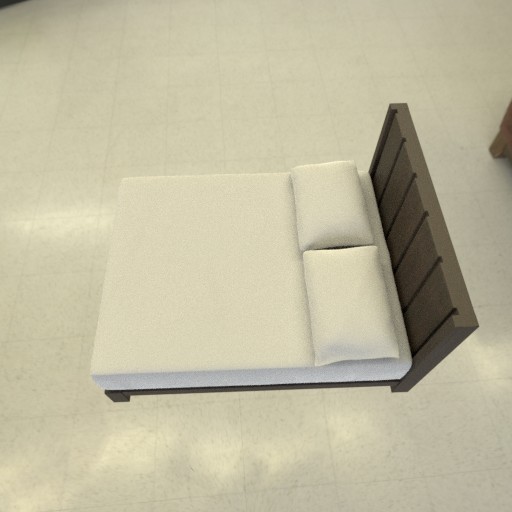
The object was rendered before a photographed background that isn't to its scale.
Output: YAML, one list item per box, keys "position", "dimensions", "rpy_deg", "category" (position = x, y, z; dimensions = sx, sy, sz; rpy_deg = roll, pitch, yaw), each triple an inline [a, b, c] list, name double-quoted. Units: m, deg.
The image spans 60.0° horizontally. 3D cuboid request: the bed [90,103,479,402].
- position: [0.000, 0.000, 3.256]
  dimensions: [2.242, 1.270, 1.727]
  rpy_deg: [-2, 58, -1]
  category: "bed"
